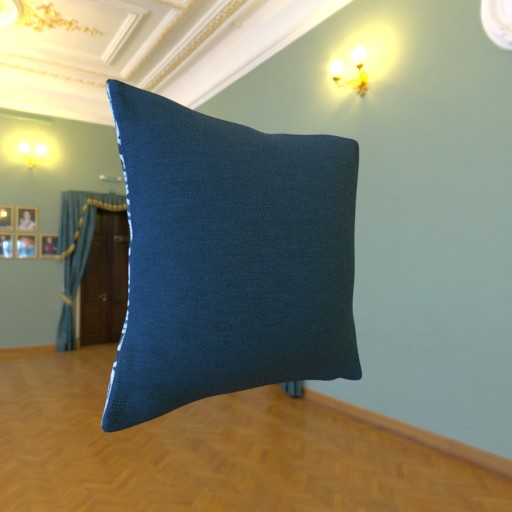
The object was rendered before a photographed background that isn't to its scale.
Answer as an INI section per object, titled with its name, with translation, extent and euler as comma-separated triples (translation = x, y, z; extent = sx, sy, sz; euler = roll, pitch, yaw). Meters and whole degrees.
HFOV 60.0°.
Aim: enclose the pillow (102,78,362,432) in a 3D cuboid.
[pillow]
translation = 0.000, 0.000, 0.647
extent = 0.440, 0.420, 0.145
euler = 1, -2, -35
